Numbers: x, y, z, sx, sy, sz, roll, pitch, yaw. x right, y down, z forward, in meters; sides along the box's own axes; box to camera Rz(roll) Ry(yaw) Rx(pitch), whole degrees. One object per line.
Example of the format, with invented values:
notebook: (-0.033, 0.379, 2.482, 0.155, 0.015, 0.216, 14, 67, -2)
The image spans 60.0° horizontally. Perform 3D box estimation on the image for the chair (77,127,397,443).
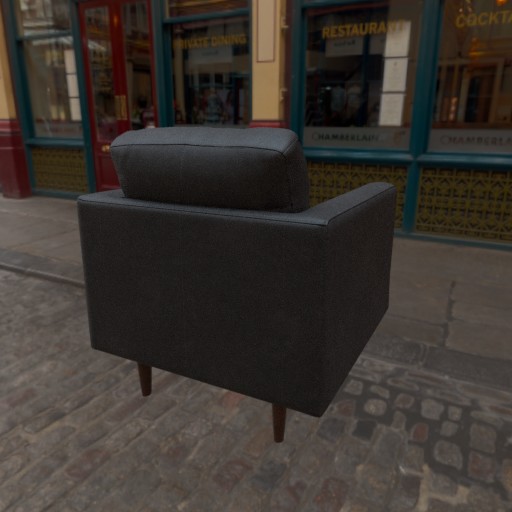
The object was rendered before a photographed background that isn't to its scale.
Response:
chair: (0.000, 0.000, 1.607, 0.831, 0.898, 0.879, 8, 18, 26)
